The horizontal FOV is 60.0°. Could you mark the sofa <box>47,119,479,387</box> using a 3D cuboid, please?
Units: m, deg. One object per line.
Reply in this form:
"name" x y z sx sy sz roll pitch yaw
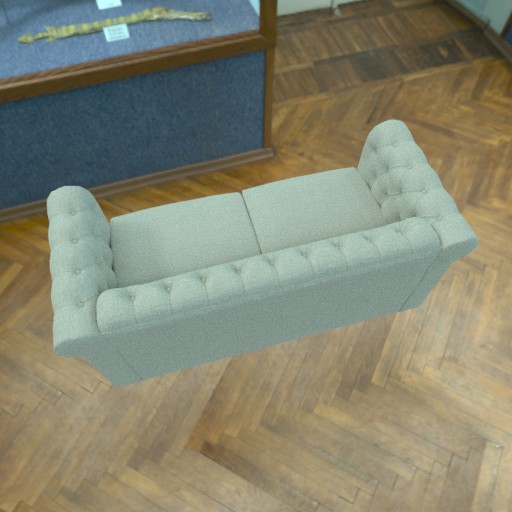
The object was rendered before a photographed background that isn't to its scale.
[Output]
"sofa" 0.000 0.000 2.250 1.798 0.797 0.783 -13 60 -8
